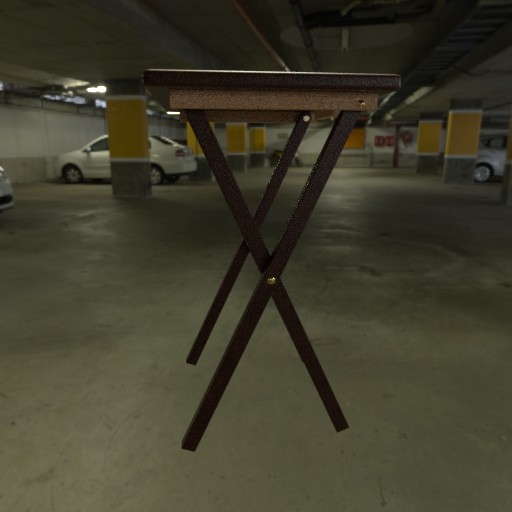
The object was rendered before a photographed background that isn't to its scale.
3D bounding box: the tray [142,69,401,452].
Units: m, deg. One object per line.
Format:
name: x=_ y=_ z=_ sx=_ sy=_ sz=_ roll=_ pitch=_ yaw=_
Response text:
tray: x=0.000 y=0.000 z=0.945 sx=0.381 sy=0.660 sz=0.483 roll=-2 pitch=14 yaw=-7
